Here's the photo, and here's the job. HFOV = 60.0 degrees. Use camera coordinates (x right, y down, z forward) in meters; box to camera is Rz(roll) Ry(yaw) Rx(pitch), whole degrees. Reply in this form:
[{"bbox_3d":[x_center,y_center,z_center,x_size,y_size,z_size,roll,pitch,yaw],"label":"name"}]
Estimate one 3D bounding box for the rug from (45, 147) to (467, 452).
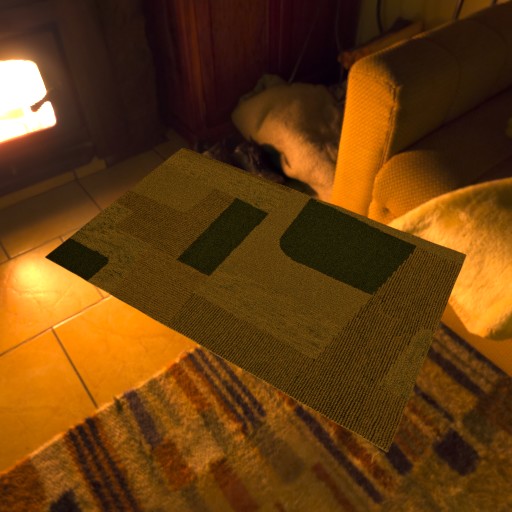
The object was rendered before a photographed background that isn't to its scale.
[{"bbox_3d":[0.000,0.000,3.011,2.436,0.015,1.521,24,52,21],"label":"rug"}]
